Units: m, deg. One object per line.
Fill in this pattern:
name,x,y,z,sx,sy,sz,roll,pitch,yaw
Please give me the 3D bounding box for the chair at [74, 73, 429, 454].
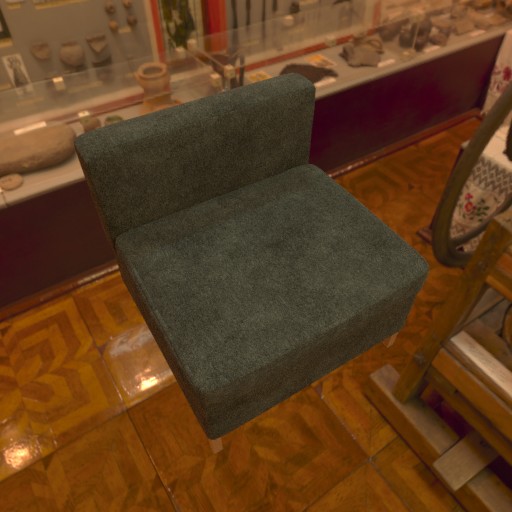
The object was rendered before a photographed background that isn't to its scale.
chair,0.000,0.000,1.241,0.680,0.660,0.680,-24,52,-21
